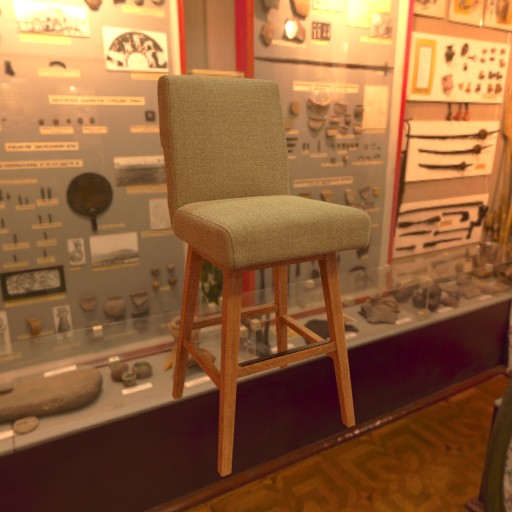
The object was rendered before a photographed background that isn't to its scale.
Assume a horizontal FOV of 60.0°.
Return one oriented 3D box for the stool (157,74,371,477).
[{"bbox_3d":[0.000,0.000,1.410,0.483,1.106,0.569,-8,18,-27],"label":"stool"}]
